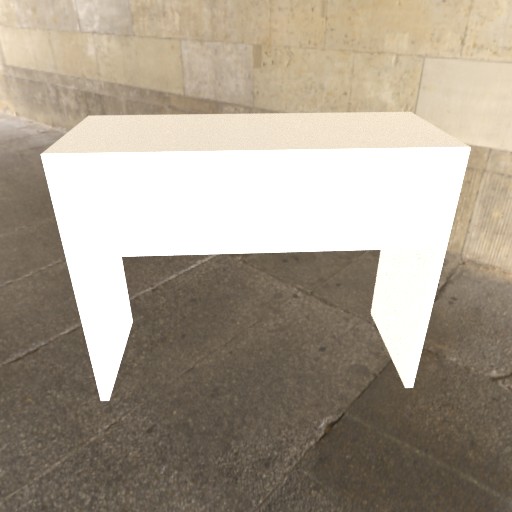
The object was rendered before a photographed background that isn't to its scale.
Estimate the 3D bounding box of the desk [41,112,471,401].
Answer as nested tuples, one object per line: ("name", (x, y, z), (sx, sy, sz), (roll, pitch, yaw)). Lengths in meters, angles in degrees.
("desk", (0.000, 0.000, 1.398), (1.000, 0.790, 0.400), (-2, 30, -3))
